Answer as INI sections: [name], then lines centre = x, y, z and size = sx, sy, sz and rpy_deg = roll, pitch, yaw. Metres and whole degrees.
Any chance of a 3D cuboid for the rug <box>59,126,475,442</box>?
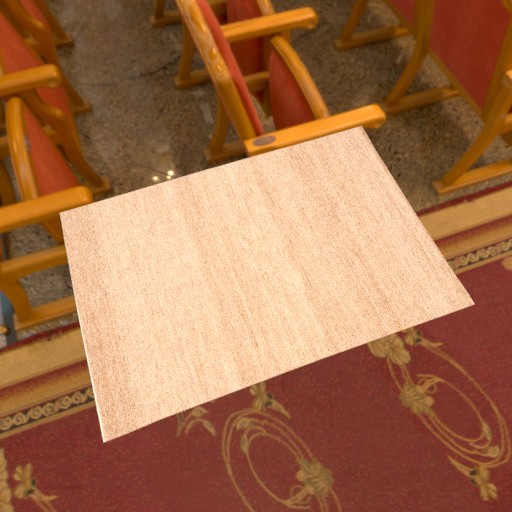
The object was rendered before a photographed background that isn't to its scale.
[rug]
centre = 0.000, 0.000, 2.922
size = 2.346, 0.029, 1.574
rpy_deg = -18, 64, -9
